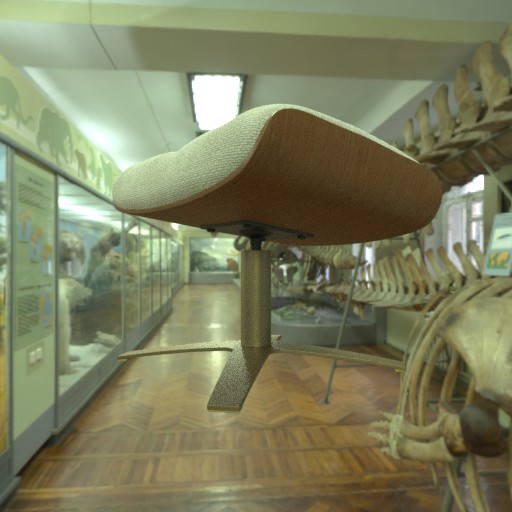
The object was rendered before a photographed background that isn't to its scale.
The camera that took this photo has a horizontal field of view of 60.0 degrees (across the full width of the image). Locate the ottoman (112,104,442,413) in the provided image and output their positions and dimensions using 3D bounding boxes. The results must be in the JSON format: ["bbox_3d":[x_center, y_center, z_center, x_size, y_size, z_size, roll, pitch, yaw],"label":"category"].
[{"bbox_3d":[0.000,0.000,0.805,0.394,0.391,0.520,0,0,-36],"label":"ottoman"}]
